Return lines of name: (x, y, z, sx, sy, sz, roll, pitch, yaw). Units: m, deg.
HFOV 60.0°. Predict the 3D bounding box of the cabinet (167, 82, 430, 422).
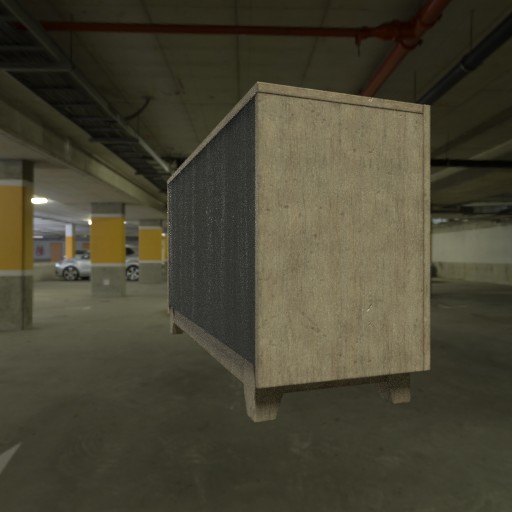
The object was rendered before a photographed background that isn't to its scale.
cabinet: (0.000, 0.000, 1.820, 0.511, 0.825, 1.460, 0, 0, -20)
